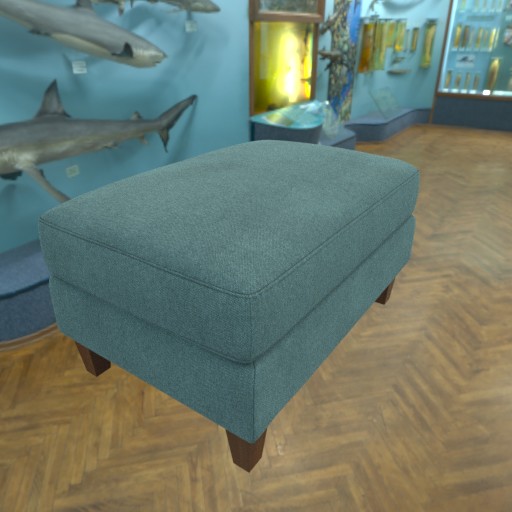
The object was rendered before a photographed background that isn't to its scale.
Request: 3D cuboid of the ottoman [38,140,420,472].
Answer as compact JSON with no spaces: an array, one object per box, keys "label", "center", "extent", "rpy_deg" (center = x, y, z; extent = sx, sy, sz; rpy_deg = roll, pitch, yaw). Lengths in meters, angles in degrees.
[{"label":"ottoman","center":[0.000,0.000,1.166],"extent":[0.584,0.483,0.864],"rpy_deg":[18,32,31]}]
